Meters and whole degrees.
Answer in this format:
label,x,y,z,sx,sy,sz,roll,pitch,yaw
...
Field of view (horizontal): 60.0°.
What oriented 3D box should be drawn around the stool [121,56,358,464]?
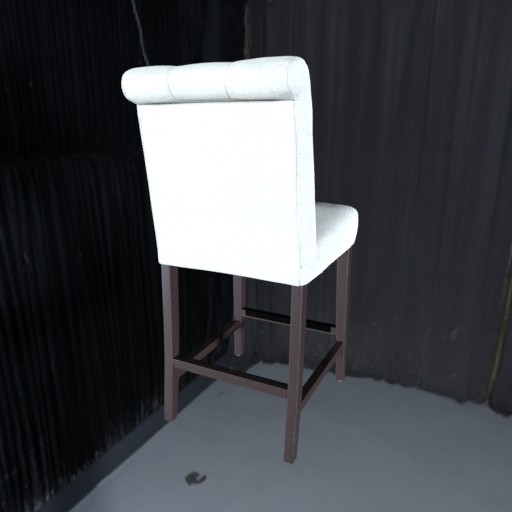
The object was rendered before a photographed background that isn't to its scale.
label,x,y,z,sx,sy,sz,roll,pitch,yaw
stool,0.000,0.000,1.359,0.493,1.040,0.601,8,18,25
